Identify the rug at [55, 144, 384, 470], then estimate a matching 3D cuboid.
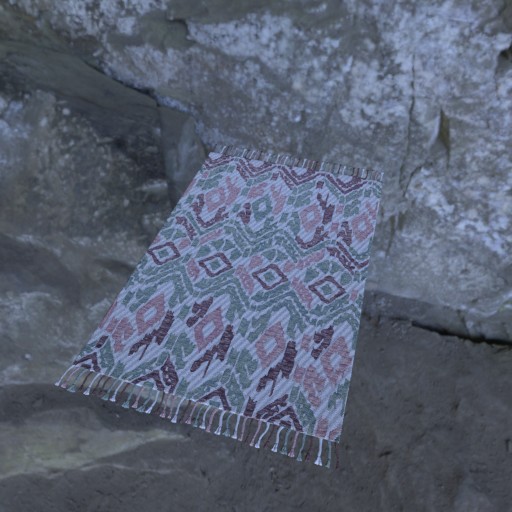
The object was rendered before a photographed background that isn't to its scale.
[{"bbox_3d":[0.000,0.000,3.008,1.524,0.011,2.438,12,48,11],"label":"rug"}]
